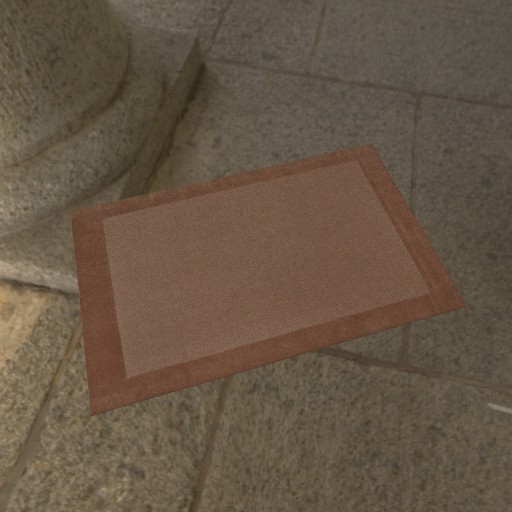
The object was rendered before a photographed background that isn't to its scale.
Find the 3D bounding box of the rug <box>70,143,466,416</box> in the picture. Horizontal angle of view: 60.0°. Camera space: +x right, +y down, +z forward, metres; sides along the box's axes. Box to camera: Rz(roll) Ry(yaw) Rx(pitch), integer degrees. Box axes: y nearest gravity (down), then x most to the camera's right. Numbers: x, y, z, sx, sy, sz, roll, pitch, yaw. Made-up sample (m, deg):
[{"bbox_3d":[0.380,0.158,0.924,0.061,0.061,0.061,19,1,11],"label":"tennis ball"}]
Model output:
[{"bbox_3d":[0.000,0.000,3.106,2.438,0.014,1.524,-14,60,-8],"label":"rug"}]
